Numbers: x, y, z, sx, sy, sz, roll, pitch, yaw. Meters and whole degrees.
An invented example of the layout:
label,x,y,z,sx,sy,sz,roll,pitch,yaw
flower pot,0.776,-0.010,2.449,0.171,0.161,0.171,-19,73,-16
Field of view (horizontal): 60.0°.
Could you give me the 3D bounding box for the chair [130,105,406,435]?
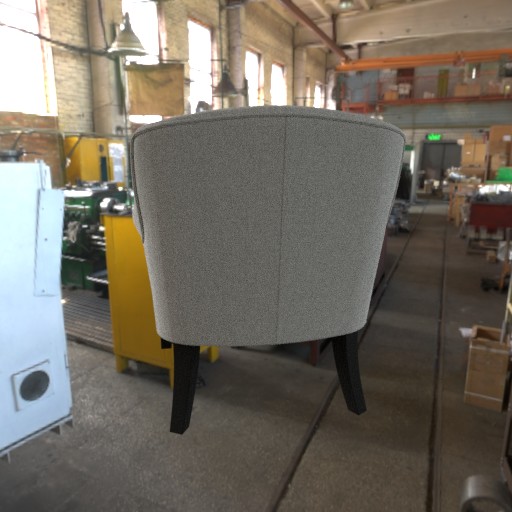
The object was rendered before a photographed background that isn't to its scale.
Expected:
label,x,y,z,sx,sy,sz,roll,pitch,yaw
chair,0.000,0.000,1.464,0.772,0.880,0.755,-2,13,-10
